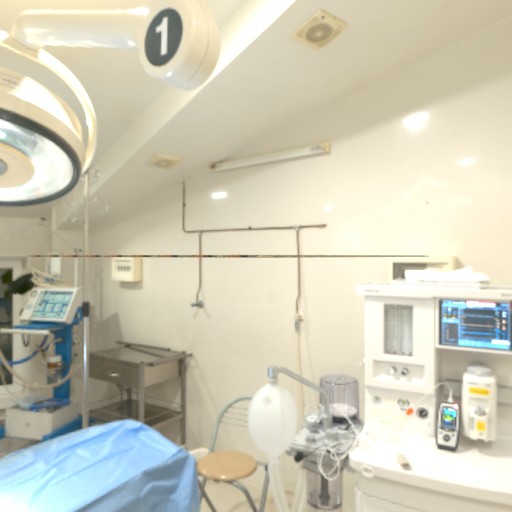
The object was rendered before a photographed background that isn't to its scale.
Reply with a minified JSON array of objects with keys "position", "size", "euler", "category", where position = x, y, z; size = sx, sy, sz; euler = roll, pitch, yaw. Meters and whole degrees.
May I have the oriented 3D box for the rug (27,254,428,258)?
[{"position":[0.000,0.000,2.298],"size":[1.278,0.009,1.730],"euler":[0,0,36],"category":"rug"}]
